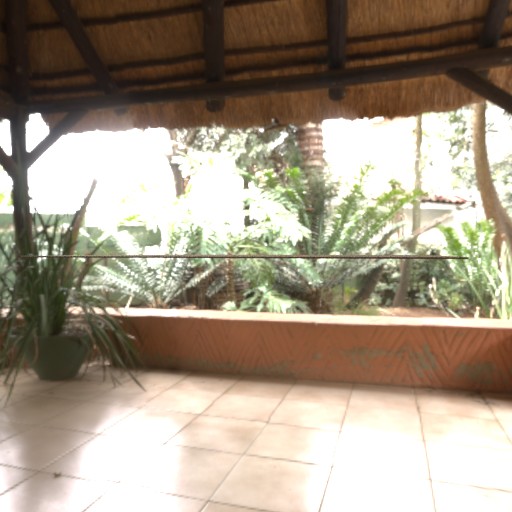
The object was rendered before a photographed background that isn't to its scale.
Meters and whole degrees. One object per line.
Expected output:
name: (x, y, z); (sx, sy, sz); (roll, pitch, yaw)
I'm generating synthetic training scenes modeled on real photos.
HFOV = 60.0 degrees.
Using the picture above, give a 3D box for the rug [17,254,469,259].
rug: (0.000, 0.000, 2.846); (2.238, 0.008, 1.593); (0, 0, 16)
